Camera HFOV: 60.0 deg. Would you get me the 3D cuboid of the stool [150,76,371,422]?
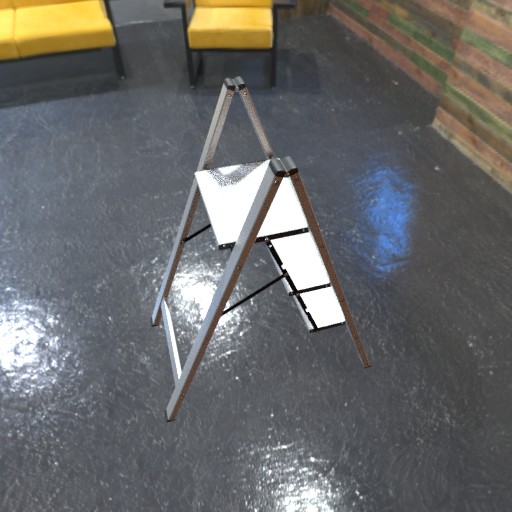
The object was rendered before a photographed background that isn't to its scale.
[{"bbox_3d":[0.000,0.000,1.328,0.730,0.902,0.441,-12,47,-11],"label":"stool"}]
